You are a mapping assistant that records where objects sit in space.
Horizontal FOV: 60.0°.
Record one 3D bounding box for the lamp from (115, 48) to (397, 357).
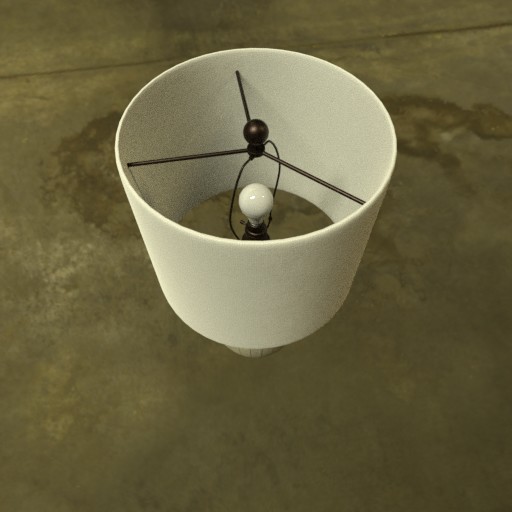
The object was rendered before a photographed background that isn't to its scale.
[{"bbox_3d":[0.000,0.000,0.750,0.329,0.570,0.329,31,62,18],"label":"lamp"}]
